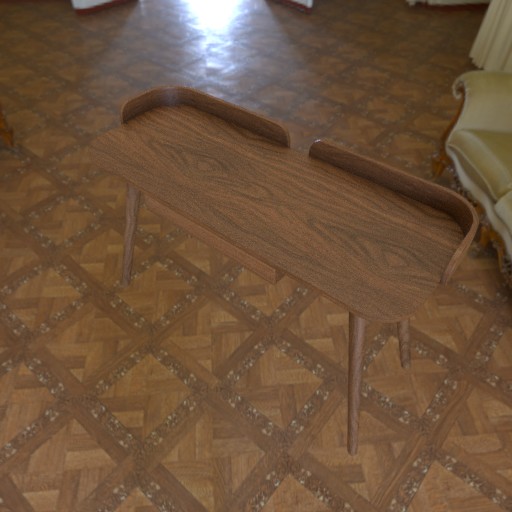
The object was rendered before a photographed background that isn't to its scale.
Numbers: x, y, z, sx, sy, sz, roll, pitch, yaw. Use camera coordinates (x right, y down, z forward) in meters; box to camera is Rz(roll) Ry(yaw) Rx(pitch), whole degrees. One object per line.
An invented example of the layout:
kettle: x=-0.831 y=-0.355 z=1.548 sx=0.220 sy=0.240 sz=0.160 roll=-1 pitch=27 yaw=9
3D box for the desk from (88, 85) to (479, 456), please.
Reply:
desk: x=0.000 y=0.000 z=1.626 sx=1.256 sy=0.800 sz=0.486 roll=30 pitch=53 yaw=26
